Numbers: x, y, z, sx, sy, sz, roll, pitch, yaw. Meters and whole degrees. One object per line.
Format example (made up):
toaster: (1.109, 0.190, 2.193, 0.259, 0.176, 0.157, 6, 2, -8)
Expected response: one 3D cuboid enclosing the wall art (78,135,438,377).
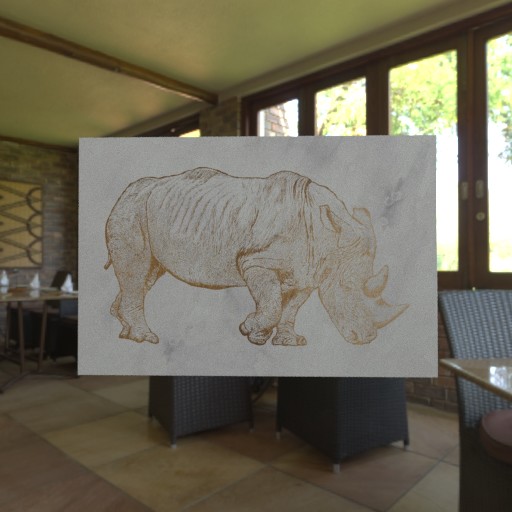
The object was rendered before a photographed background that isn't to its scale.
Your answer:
wall art: (0.000, 0.000, 0.771, 0.609, 0.407, 0.038, 0, -1, 2)
